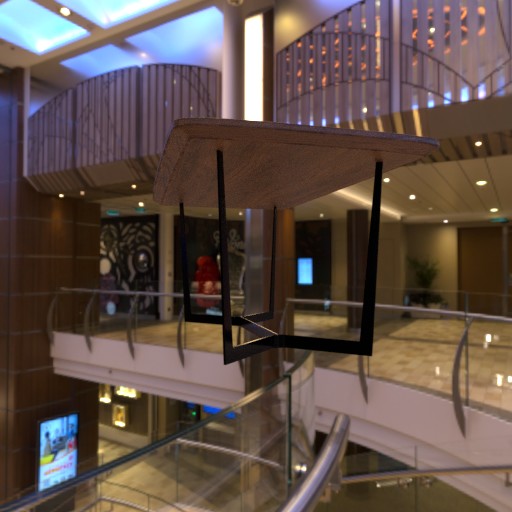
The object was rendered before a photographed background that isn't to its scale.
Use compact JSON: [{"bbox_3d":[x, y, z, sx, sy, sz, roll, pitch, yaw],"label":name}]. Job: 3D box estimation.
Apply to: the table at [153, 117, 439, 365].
[{"bbox_3d":[0.000,0.000,2.157,0.949,0.765,1.643,0,-1,-15],"label":"table"}]
